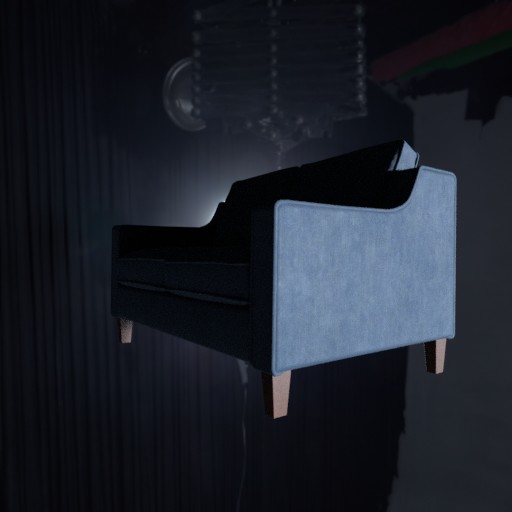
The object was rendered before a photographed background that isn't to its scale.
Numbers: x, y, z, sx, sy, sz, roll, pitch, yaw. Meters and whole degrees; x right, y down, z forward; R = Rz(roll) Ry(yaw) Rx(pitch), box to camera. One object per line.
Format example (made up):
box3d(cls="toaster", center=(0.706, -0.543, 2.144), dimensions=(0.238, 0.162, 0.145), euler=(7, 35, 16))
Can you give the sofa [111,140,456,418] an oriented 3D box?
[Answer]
box3d(cls="sofa", center=(0.000, 0.000, 2.166), dimensions=(0.987, 0.971, 1.501), euler=(0, 1, -36))
